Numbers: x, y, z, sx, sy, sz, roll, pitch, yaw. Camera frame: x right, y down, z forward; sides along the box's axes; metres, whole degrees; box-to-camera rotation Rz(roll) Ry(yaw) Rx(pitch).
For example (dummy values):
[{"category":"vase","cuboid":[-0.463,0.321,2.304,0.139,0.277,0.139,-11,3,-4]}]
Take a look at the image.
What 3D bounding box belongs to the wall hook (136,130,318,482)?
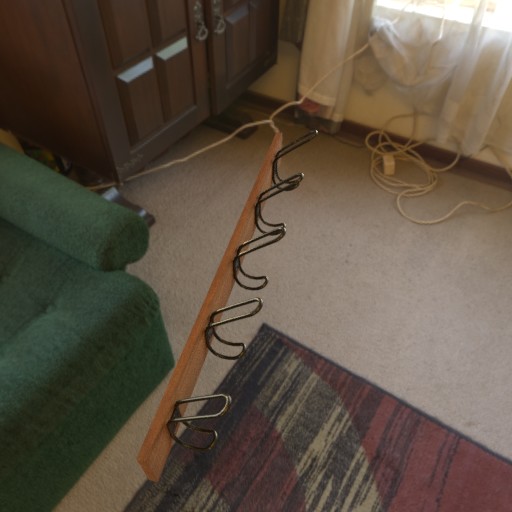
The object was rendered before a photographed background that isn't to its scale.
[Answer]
[{"category":"wall hook","cuboid":[0.000,0.000,0.583,0.076,0.116,0.554,11,49,10]}]
